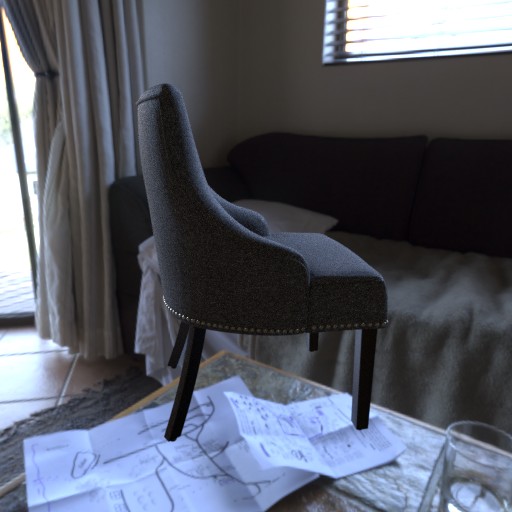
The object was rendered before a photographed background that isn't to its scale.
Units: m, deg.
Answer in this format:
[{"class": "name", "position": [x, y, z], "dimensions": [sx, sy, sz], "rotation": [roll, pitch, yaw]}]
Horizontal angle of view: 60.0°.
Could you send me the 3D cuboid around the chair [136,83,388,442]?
[{"class": "chair", "position": [0.000, 0.000, 1.319], "dimensions": [0.629, 0.909, 0.566], "rotation": [-3, 16, -9]}]
